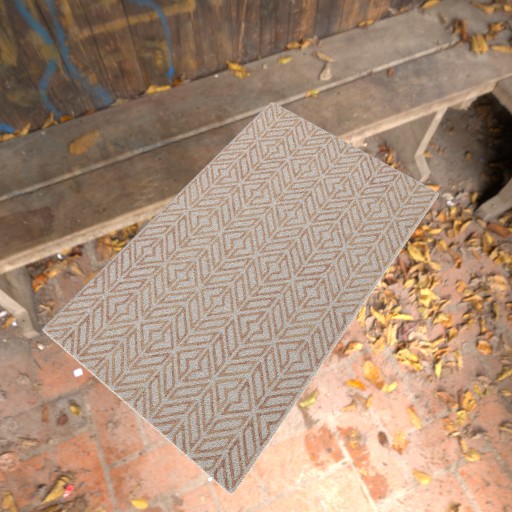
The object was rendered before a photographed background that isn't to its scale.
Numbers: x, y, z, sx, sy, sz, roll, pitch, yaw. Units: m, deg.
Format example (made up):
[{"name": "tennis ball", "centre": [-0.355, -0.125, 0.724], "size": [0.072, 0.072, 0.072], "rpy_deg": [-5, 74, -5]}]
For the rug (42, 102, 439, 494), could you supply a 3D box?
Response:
[{"name": "rug", "centre": [0.000, 0.000, 3.003], "size": [1.523, 0.008, 2.438], "rpy_deg": [34, 68, 16]}]
